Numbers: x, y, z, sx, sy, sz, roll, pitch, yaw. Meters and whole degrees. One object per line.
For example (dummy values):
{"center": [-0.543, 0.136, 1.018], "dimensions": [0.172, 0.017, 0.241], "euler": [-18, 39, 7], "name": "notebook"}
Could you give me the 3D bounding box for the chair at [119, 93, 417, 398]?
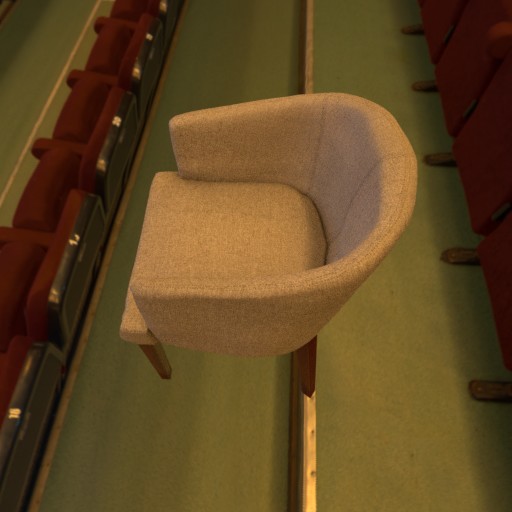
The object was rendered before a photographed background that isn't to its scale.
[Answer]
{"center": [0.000, 0.000, 1.239], "dimensions": [0.655, 0.811, 0.583], "euler": [3, 58, 2], "name": "chair"}
